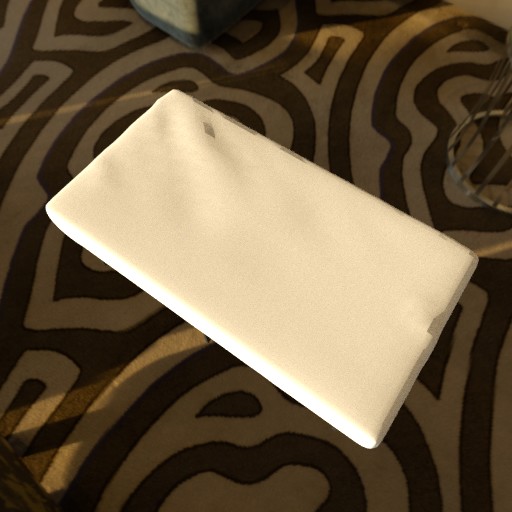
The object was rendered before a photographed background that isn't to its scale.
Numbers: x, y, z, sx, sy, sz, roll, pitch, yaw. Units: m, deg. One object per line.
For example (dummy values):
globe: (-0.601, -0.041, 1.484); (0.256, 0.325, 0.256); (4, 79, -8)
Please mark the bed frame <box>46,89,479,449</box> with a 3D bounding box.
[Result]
bed frame: (0.000, 0.000, 2.365); (1.908, 0.640, 1.025); (32, 68, 15)
